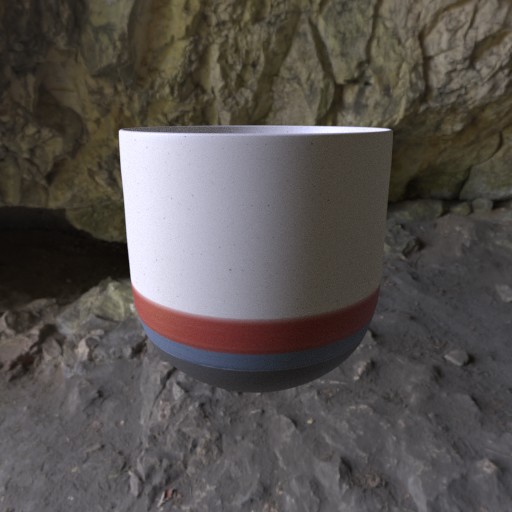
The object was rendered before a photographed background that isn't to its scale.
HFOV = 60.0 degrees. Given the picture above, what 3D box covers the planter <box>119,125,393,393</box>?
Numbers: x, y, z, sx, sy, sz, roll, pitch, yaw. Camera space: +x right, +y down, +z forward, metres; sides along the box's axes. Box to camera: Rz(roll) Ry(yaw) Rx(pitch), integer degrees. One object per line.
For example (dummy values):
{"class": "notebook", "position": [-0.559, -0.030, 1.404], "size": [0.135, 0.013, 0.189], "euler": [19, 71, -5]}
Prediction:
{"class": "planter", "position": [0.000, 0.000, 0.488], "size": [0.268, 0.270, 0.268], "euler": [0, 18, 0]}
